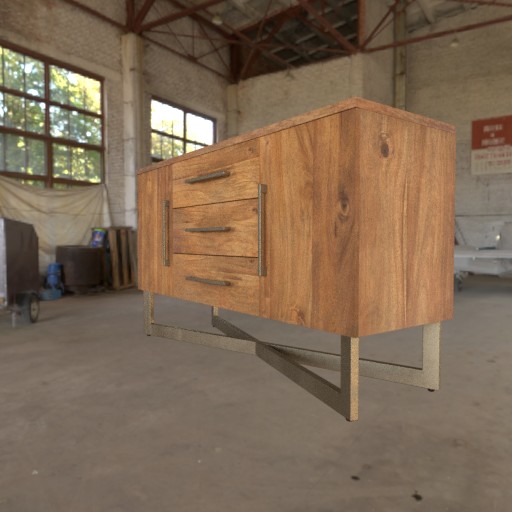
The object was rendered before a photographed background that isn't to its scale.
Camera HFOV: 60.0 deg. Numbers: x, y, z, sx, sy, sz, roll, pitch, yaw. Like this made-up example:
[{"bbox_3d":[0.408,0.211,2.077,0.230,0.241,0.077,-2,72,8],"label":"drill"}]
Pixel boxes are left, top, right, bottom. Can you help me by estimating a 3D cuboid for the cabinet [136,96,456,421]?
[{"bbox_3d":[0.000,0.000,1.755,0.480,0.812,1.373,-1,2,-37],"label":"cabinet"}]
